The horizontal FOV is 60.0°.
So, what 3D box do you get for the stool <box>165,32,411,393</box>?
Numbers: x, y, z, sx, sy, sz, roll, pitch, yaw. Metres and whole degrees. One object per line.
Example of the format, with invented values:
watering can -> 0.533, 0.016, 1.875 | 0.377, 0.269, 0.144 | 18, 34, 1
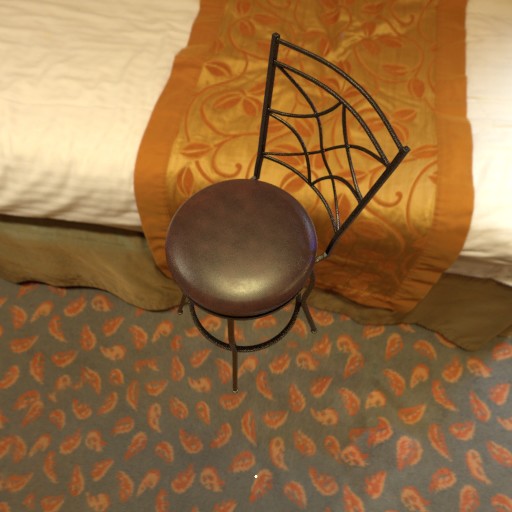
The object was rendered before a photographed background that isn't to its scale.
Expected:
stool -> 0.000, 0.000, 1.393 | 0.534, 1.117, 0.434 | -34, 68, -15
